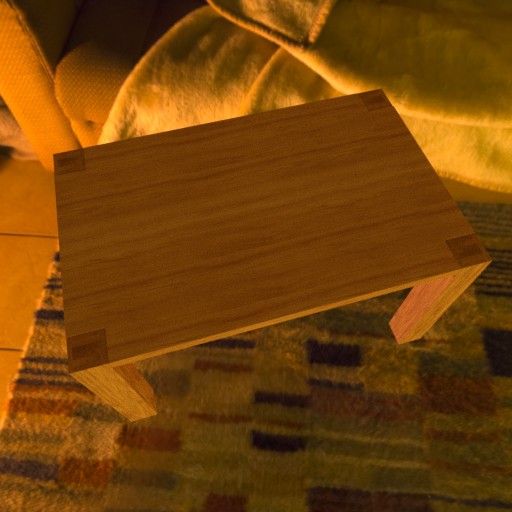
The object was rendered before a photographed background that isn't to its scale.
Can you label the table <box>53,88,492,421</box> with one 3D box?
[{"bbox_3d":[0.000,0.000,1.940,1.400,0.760,0.900,-14,61,-8],"label":"table"}]
